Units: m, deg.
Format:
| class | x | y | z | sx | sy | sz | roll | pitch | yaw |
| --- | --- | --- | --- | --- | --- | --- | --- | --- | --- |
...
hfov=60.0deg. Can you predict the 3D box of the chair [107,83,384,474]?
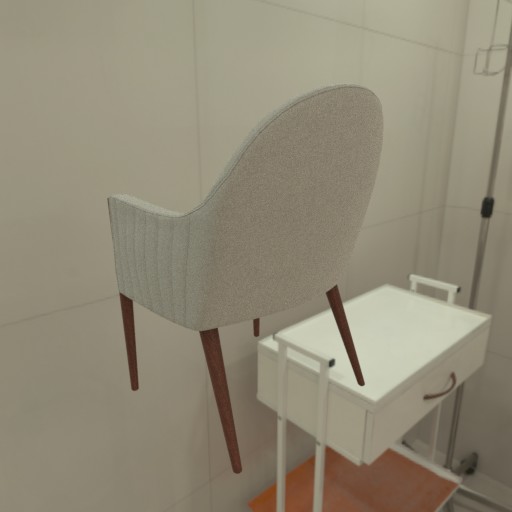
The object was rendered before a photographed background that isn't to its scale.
| class | x | y | z | sx | sy | sz | roll | pitch | yaw |
| --- | --- | --- | --- | --- | --- | --- | --- | --- | --- |
| chair | 0.000 | 0.000 | 1.272 | 0.610 | 0.889 | 0.620 | -15 | 22 | -42 |
